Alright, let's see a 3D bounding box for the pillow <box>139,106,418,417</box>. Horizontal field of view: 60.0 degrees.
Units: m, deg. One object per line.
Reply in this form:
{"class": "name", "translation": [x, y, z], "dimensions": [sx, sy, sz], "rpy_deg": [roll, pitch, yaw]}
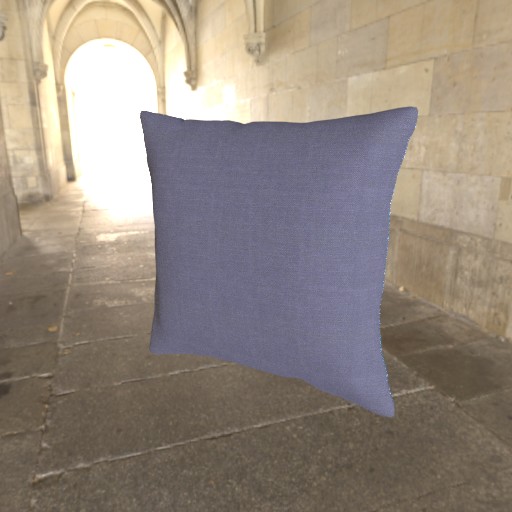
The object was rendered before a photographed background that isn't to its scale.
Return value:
{"class": "pillow", "translation": [0.000, 0.000, 0.670], "dimensions": [0.436, 0.430, 0.138], "rpy_deg": [7, 16, 25]}
